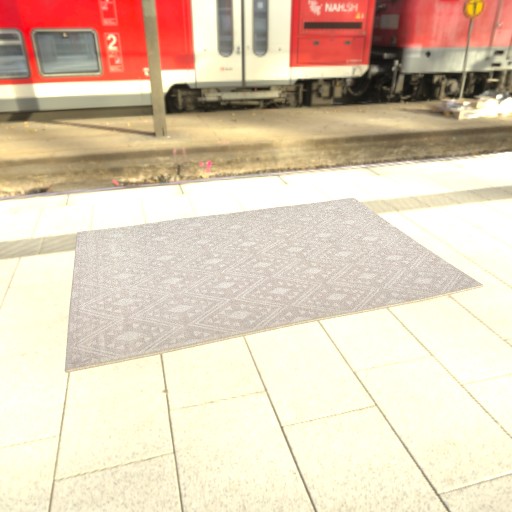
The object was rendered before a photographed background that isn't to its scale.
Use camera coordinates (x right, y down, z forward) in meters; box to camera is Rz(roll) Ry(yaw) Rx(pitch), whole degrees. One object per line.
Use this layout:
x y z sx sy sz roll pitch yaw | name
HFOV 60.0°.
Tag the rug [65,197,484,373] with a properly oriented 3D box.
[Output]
0.000 0.000 2.346 1.829 0.034 1.252 -8 29 -16 | rug
